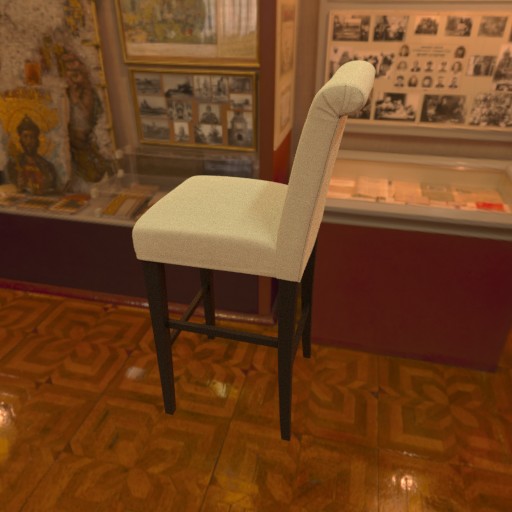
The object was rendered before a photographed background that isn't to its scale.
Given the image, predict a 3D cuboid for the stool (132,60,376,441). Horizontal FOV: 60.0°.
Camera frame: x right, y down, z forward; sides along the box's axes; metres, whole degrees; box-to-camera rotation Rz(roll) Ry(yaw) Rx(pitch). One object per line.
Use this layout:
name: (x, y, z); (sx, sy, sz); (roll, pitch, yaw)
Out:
stool: (0.000, 0.000, 1.418); (0.597, 1.124, 0.452); (8, 31, 13)
